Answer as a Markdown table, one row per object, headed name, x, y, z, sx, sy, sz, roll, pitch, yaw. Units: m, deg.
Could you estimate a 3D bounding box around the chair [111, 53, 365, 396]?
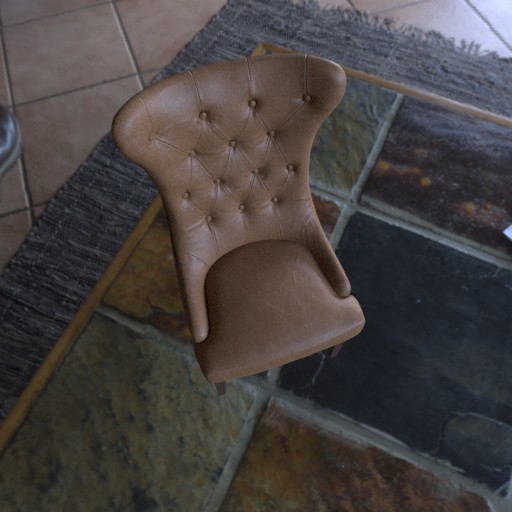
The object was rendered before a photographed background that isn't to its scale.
| name | x | y | z | sx | sy | sz | roll | pitch | yaw |
| --- | --- | --- | --- | --- | --- | --- | --- | --- | --- |
| chair | 0.000 | 0.000 | 1.468 | 0.611 | 1.065 | 0.669 | -17 | 64 | -8 |
